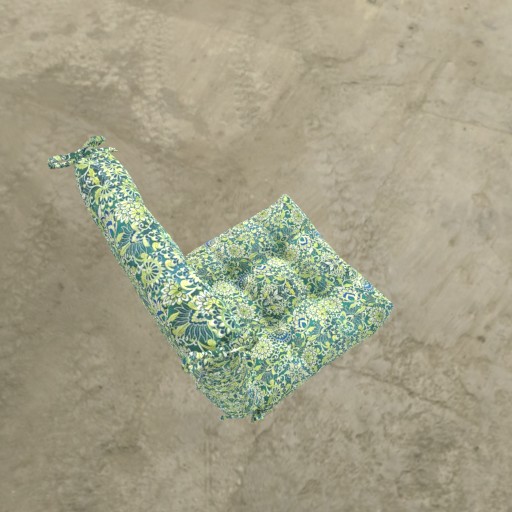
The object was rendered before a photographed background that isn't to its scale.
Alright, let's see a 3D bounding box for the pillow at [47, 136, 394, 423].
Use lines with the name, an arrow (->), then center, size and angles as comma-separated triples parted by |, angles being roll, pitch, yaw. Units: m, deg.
pillow -> 0.000, 0.000, 0.994 | 0.571, 0.605, 0.519 | -31, 63, -18
